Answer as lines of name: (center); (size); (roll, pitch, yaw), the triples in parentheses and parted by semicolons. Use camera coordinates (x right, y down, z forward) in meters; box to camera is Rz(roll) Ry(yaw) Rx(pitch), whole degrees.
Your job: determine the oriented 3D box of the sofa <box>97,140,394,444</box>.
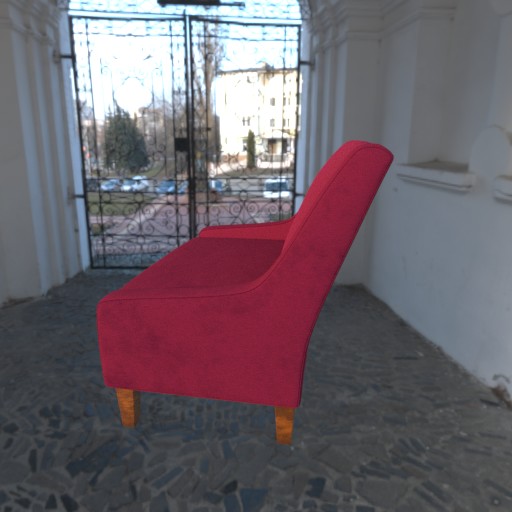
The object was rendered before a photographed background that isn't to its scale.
sofa: (0.000, 0.000, 1.933); (0.946, 0.976, 1.242); (3, 15, 9)
